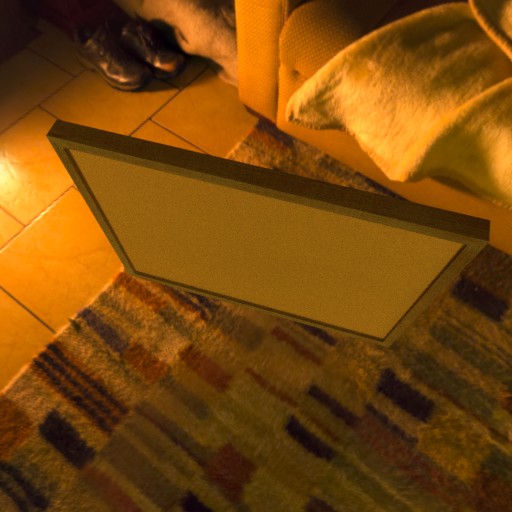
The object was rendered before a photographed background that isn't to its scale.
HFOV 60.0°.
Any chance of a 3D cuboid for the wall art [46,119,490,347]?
[{"bbox_3d":[0.000,0.000,1.733,1.320,1.009,0.070,15,63,8],"label":"wall art"}]
